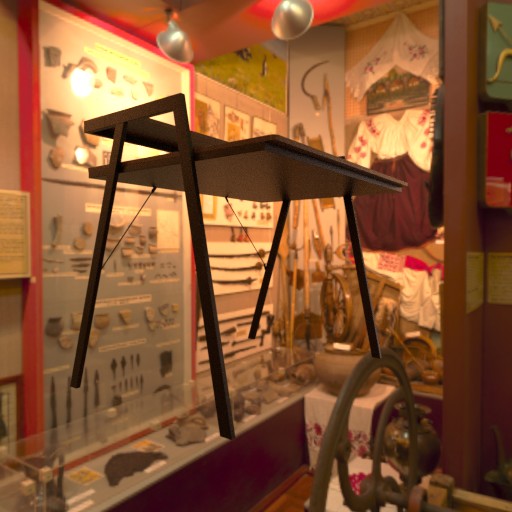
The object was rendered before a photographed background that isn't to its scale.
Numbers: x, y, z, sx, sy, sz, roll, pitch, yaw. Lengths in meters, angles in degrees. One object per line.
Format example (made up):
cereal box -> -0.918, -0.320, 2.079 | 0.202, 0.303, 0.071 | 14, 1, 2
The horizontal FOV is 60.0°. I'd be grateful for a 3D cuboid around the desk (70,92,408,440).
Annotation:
desk -> 0.000, 0.000, 1.879 | 0.936, 0.998, 1.143 | 1, 1, 36
